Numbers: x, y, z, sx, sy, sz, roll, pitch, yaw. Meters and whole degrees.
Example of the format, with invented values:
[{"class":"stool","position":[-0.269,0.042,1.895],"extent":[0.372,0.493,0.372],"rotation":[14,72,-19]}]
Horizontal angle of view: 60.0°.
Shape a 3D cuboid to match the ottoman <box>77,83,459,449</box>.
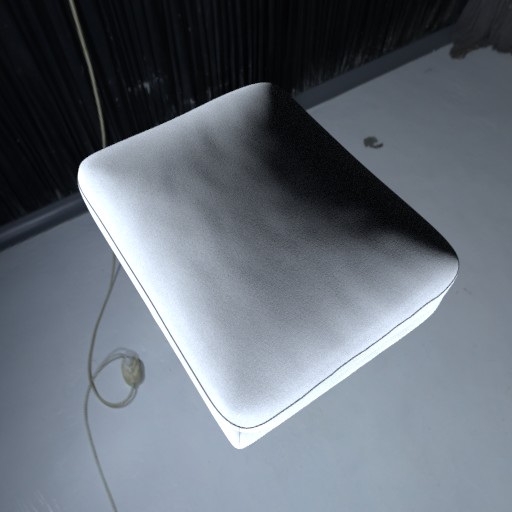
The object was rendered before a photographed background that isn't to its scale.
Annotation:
[{"class":"ottoman","position":[0.000,0.000,1.114],"extent":[0.593,0.478,0.747],"rotation":[-30,63,-17]}]
